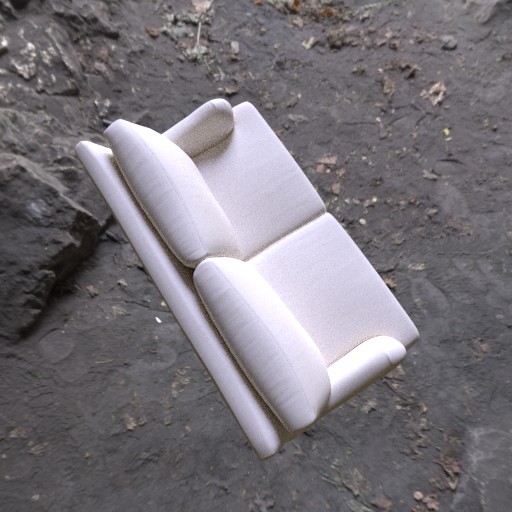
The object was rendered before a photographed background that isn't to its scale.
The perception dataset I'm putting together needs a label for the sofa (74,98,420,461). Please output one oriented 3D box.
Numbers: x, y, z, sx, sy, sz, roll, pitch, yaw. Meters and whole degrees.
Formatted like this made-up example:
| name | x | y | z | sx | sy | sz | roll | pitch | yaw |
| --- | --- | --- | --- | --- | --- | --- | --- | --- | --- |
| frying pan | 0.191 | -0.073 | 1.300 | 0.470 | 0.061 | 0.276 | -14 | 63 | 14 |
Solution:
| name | x | y | z | sx | sy | sz | roll | pitch | yaw |
| --- | --- | --- | --- | --- | --- | --- | --- | --- | --- |
| sofa | 0.000 | 0.000 | 2.577 | 1.084 | 1.101 | 1.853 | -32 | 78 | -8 |
